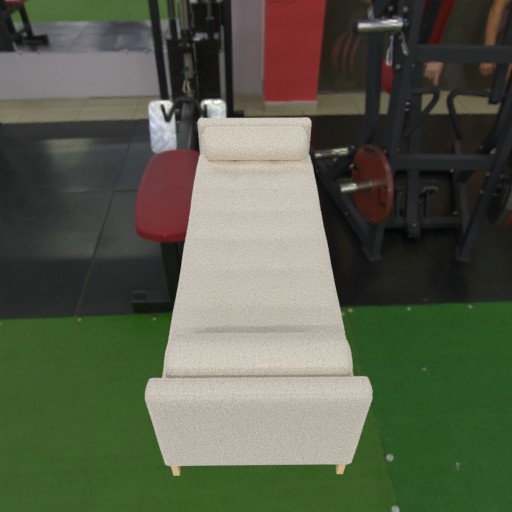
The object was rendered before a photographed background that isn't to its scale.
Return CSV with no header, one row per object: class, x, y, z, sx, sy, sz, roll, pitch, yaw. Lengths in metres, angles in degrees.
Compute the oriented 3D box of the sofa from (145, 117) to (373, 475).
sofa,0.000,0.000,2.310,0.746,0.641,1.985,0,42,0
